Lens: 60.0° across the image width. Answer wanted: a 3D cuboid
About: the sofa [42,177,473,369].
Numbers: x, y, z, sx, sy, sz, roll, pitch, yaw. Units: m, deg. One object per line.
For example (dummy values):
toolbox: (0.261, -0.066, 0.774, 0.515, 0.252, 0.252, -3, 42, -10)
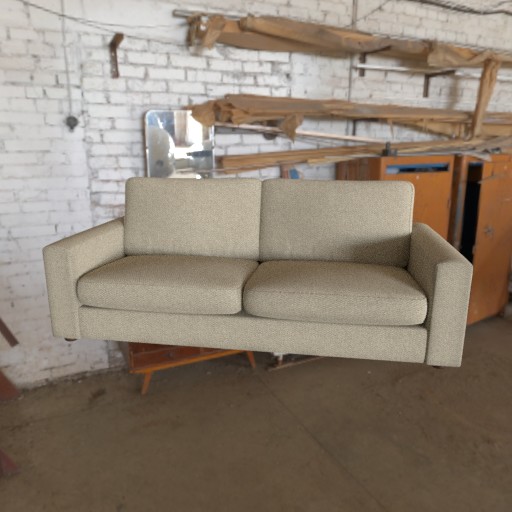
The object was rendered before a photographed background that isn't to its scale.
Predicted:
sofa: (0.000, 0.000, 2.669, 2.179, 0.873, 1.016, 2, 15, 9)
